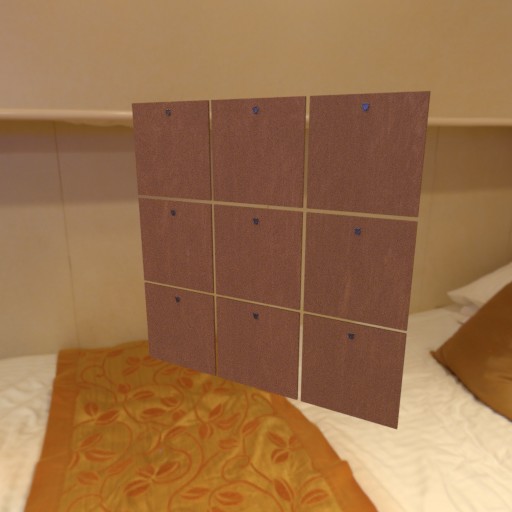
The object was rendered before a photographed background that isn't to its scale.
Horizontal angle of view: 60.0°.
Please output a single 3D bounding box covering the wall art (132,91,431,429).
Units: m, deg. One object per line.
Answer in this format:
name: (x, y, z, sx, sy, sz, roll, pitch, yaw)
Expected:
wall art: (0.000, 0.000, 2.261, 1.526, 1.522, 0.023, 8, 17, 27)
